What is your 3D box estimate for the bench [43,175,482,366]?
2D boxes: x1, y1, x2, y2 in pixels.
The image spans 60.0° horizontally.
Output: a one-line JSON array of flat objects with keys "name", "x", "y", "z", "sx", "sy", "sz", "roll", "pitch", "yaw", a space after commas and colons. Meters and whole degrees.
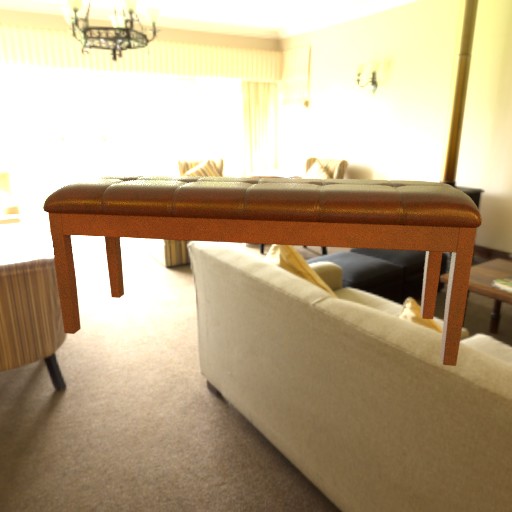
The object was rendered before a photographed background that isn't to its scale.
[{"name": "bench", "x": 0.000, "y": 0.000, "z": 1.473, "sx": 1.259, "sy": 0.491, "sz": 0.401, "roll": 3, "pitch": 17, "yaw": 9}]
